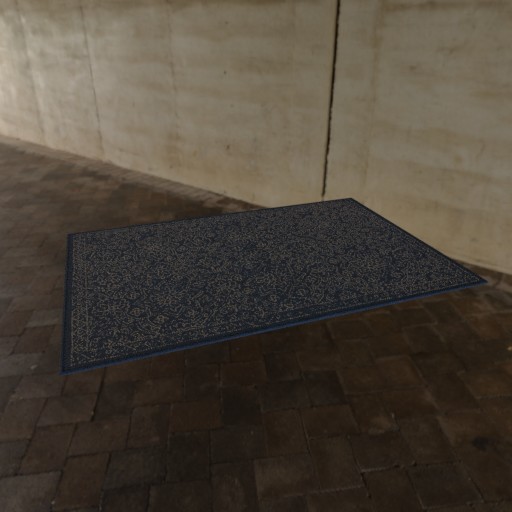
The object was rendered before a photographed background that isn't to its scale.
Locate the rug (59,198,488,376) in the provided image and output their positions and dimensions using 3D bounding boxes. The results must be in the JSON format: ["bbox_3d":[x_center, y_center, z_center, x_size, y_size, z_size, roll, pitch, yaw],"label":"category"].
[{"bbox_3d":[0.000,0.000,2.261,1.829,0.010,1.219,-9,28,-17],"label":"rug"}]
